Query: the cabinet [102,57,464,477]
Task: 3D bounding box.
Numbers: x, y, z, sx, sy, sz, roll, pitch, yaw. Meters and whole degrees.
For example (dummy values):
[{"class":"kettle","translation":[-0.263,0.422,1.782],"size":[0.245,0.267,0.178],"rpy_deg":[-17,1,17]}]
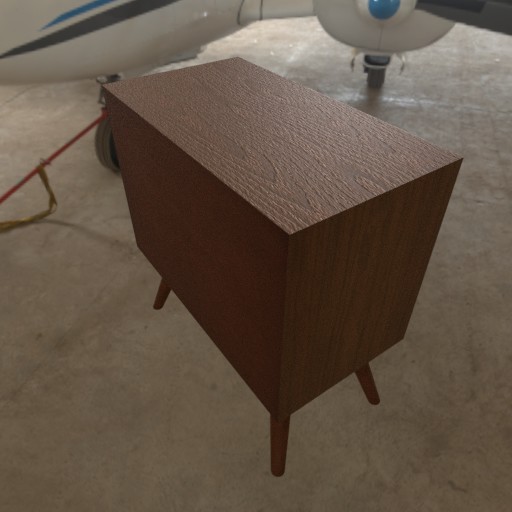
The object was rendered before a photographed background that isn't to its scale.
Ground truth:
[{"class":"cabinet","translation":[0.000,0.000,1.142],"size":[0.388,0.748,0.712],"rpy_deg":[-24,46,-26]}]
